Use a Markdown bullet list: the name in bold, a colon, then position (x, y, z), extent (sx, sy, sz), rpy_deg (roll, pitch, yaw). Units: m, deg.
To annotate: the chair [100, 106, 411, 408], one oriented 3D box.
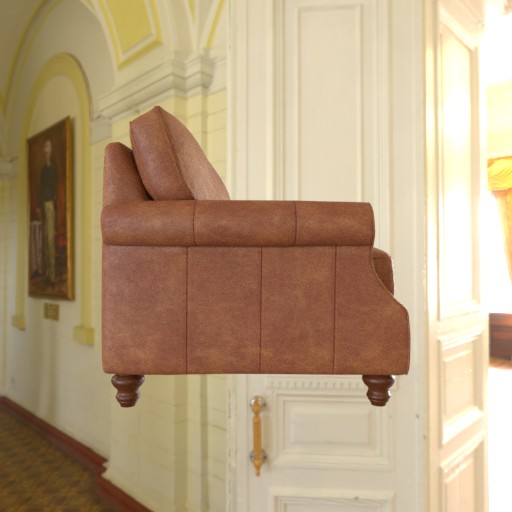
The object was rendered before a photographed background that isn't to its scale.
- **chair**: position (0.000, 0.000, 1.768), extent (0.986, 0.962, 0.983), rpy_deg (0, -1, -1)
